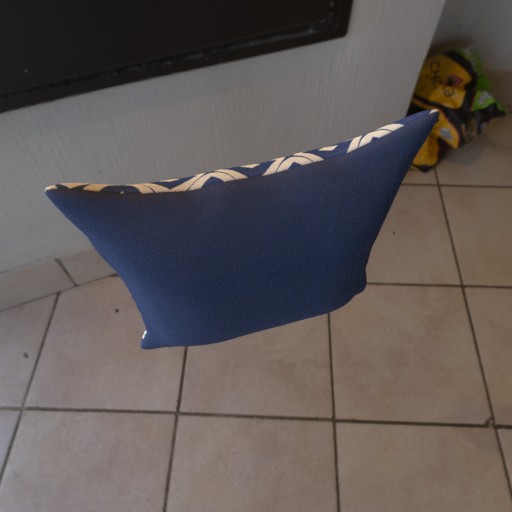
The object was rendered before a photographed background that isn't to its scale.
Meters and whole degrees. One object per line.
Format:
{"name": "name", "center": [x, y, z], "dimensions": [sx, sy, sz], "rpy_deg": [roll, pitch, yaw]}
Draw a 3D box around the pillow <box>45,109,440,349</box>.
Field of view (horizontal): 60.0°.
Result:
{"name": "pillow", "center": [0.000, 0.000, 0.750], "dimensions": [0.504, 0.494, 0.188], "rpy_deg": [-14, 58, -9]}
